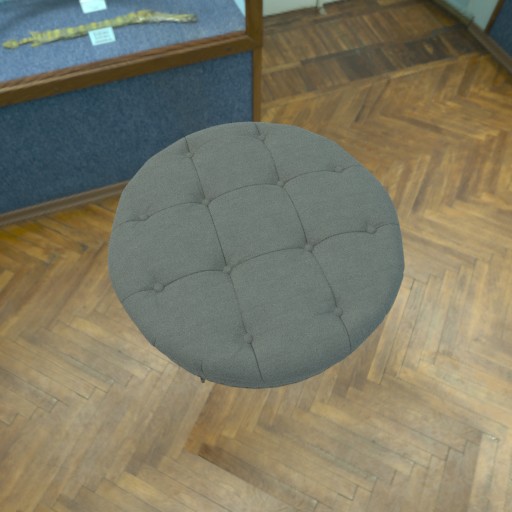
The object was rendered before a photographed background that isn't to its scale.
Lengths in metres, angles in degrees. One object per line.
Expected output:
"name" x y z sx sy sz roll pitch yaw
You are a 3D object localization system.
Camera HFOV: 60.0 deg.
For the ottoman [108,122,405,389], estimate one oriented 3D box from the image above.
"ottoman" 0.000 0.000 1.462 0.901 0.439 0.901 0 59 0
